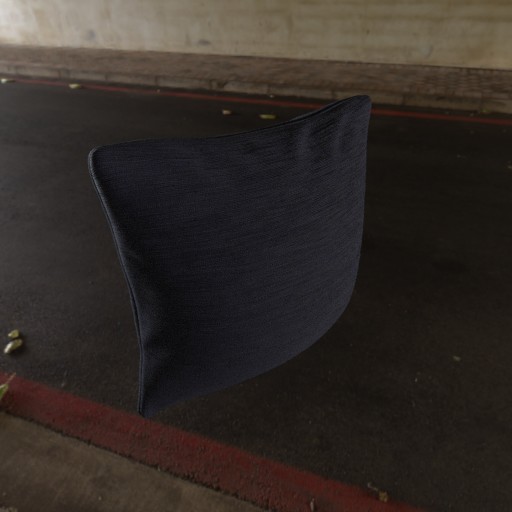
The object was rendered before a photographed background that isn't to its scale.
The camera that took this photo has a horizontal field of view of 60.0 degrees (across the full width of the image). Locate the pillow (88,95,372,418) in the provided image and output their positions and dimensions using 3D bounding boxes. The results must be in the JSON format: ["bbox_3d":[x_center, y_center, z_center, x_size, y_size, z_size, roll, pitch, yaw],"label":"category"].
[{"bbox_3d":[0.000,0.000,0.663,0.432,0.414,0.246,-22,38,-31],"label":"pillow"}]
